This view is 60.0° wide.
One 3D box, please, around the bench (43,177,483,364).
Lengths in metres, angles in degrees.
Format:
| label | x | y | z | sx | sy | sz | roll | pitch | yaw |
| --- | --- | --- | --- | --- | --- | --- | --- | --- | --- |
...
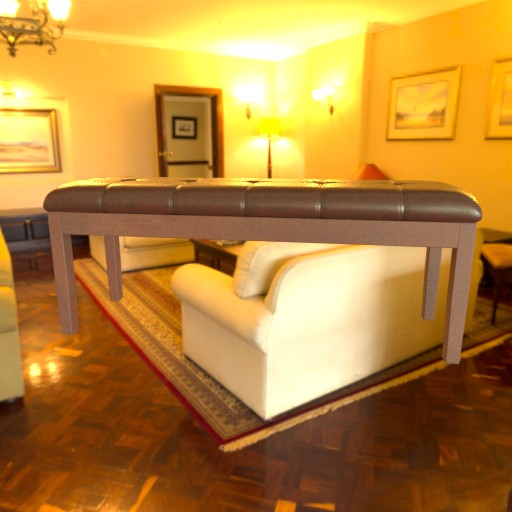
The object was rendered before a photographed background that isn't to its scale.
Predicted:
| label | x | y | z | sx | sy | sz | roll | pitch | yaw |
| --- | --- | --- | --- | --- | --- | --- | --- | --- | --- |
| bench | 0.000 | 0.000 | 1.467 | 1.259 | 0.491 | 0.401 | 2 | 14 | 9 |
